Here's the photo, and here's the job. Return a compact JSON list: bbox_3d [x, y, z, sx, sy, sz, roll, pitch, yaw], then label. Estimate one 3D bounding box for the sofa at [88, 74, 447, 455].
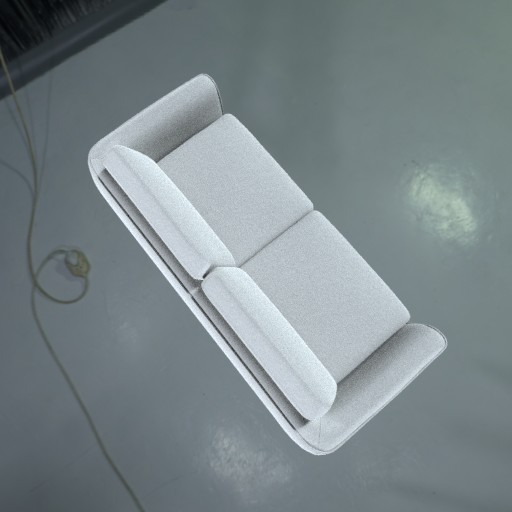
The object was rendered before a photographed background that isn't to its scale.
[{"bbox_3d":[0.000,0.000,2.459,0.920,0.850,2.000,-38,79,-9],"label":"sofa"}]
